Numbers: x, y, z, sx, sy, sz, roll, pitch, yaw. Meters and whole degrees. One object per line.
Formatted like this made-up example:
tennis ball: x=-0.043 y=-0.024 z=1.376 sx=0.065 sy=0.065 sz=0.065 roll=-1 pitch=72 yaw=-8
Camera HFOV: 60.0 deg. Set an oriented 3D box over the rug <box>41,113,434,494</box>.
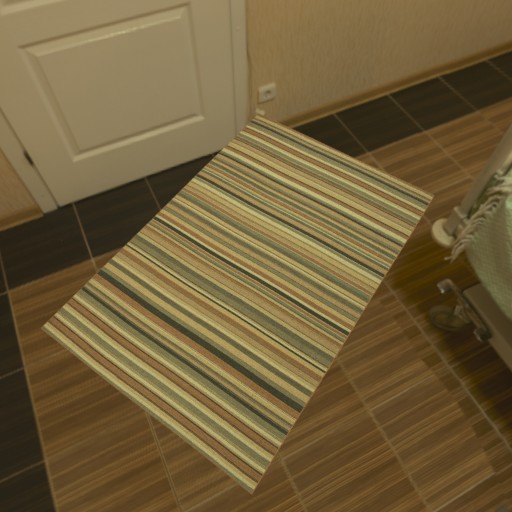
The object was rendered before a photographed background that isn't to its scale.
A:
rug: x=0.000 y=0.000 z=2.311 sx=1.219 sy=0.008 sz=1.829 roll=30 pitch=63 yaw=18
